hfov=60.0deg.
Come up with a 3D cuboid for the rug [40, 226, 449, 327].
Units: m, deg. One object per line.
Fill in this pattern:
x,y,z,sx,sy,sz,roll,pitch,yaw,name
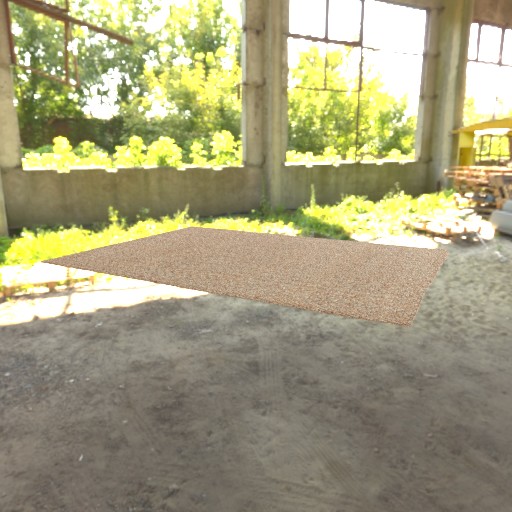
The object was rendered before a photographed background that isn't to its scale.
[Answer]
0.000,0.000,2.799,2.141,0.013,1.566,7,14,27,rug
